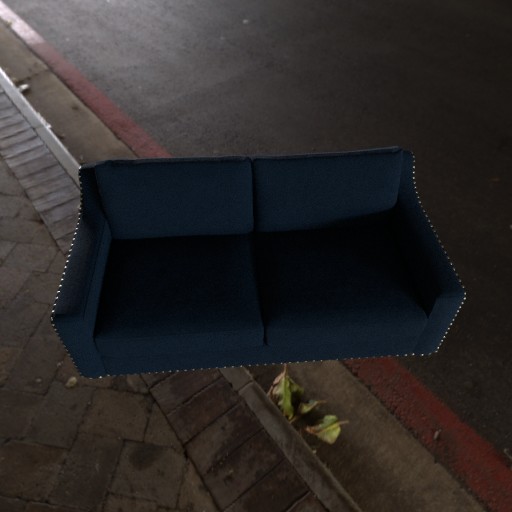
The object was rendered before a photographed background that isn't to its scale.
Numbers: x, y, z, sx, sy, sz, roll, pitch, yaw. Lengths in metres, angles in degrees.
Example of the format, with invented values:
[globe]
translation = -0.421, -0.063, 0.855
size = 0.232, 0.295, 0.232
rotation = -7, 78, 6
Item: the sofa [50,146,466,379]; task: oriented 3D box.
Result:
[sofa]
translation = 0.000, 0.000, 2.667
size = 2.107, 0.983, 1.104
rotation = -3, 47, -3
